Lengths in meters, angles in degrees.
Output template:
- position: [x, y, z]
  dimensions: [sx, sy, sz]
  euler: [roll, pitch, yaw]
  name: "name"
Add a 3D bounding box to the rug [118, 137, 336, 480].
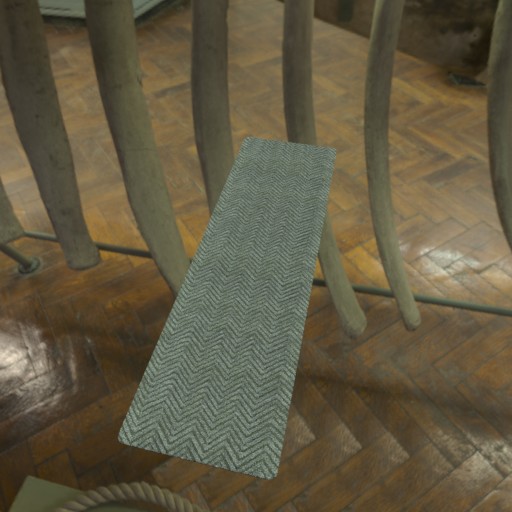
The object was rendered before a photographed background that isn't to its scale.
- position: [0.000, 0.000, 2.543]
  dimensions: [0.686, 0.008, 2.286]
  euler: [10, 49, 8]
  name: "rug"
